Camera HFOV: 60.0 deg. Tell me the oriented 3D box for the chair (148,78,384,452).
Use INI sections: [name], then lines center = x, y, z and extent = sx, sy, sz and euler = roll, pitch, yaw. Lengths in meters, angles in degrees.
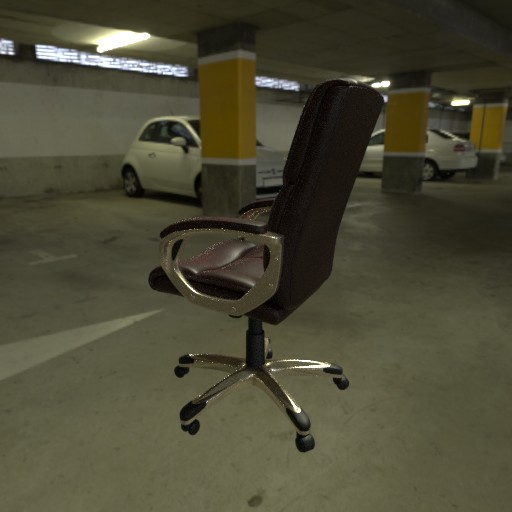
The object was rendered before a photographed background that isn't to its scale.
[chair]
center = 0.000, 0.000, 1.558
extent = 0.739, 1.107, 0.662
euler = 7, 16, 25
